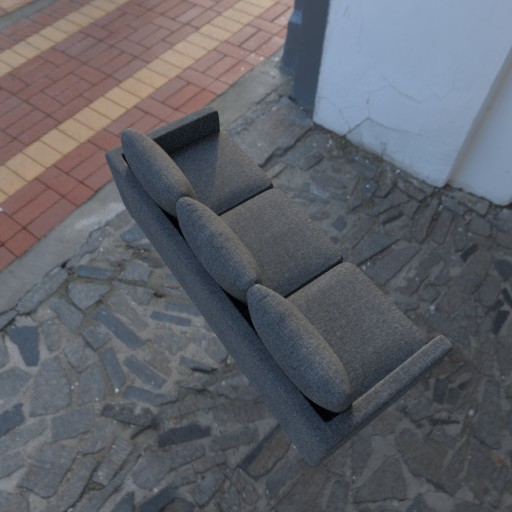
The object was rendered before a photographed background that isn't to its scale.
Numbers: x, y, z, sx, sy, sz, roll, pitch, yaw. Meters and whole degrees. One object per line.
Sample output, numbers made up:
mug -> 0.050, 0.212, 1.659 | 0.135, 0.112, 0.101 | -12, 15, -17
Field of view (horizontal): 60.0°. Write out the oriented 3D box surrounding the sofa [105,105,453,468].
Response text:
sofa -> 0.000, 0.000, 2.701 | 0.859, 0.874, 2.218 | -31, 62, -18
